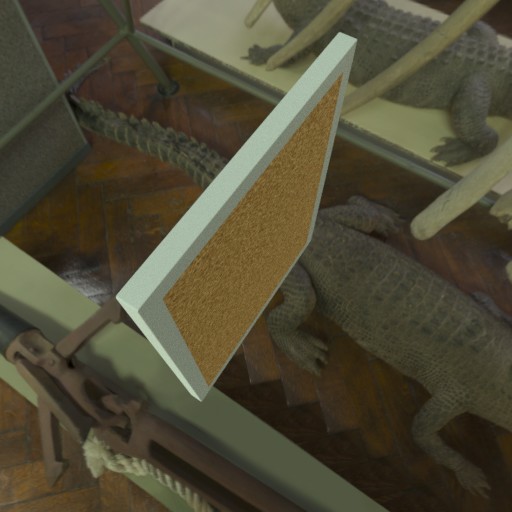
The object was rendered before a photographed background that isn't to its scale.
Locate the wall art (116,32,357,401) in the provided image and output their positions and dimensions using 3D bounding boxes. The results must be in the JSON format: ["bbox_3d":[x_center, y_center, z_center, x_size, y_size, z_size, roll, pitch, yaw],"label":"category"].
[{"bbox_3d":[0.000,0.000,0.754,0.028,0.556,0.454,30,67,14],"label":"wall art"}]
